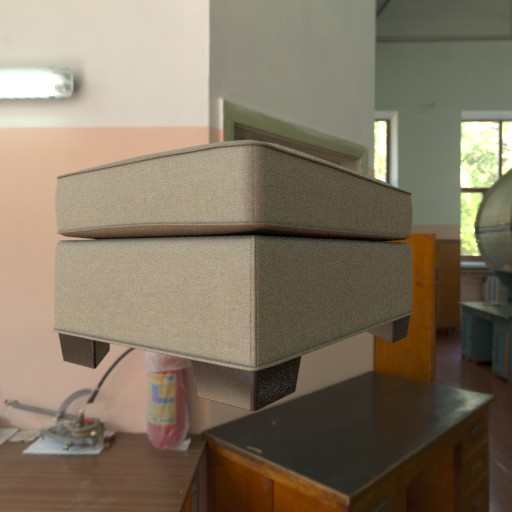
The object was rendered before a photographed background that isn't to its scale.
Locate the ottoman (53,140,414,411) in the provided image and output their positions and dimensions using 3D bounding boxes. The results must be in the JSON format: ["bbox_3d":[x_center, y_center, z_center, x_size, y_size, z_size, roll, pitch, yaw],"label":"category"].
[{"bbox_3d":[0.000,0.000,1.223,0.619,0.504,0.843,0,1,36],"label":"ottoman"}]
